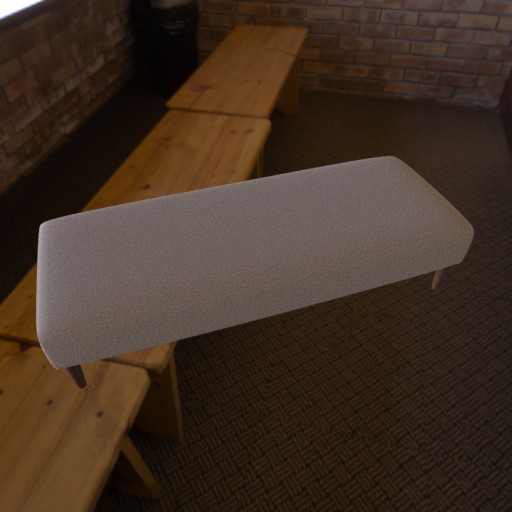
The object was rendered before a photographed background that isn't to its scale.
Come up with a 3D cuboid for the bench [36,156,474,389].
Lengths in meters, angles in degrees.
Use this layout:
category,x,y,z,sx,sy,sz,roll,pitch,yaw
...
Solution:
category,x,y,z,sx,sy,sz,roll,pitch,yaw
bench,0.000,0.000,1.825,1.598,0.383,0.631,-13,45,-14
